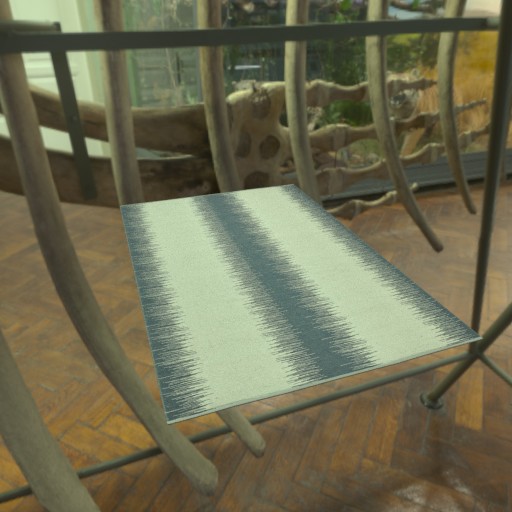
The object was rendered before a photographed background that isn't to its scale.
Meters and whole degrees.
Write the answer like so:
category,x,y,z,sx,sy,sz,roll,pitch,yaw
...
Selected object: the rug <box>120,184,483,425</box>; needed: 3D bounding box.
category,x,y,z,sx,sy,sz,roll,pitch,yaw
rug,0.000,0.000,2.309,1.234,0.006,1.854,-10,31,-17
